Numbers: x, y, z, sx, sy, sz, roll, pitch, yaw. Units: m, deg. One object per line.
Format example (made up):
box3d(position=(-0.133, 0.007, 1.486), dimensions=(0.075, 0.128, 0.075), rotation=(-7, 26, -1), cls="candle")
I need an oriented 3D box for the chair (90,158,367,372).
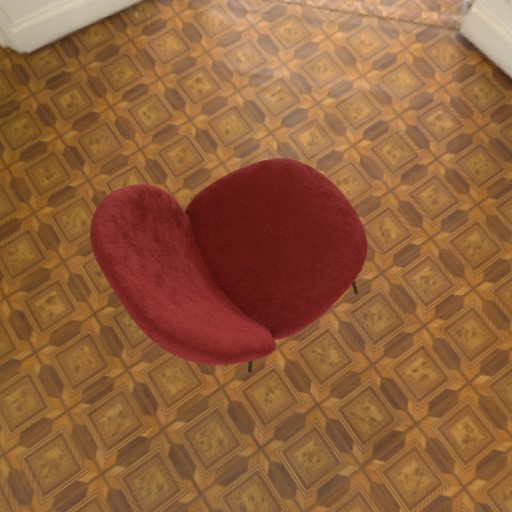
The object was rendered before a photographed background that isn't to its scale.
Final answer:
box3d(position=(0.000, 0.000, 1.160), dimensions=(0.587, 0.791, 0.458), rotation=(-34, 77, -9), cls="chair")
